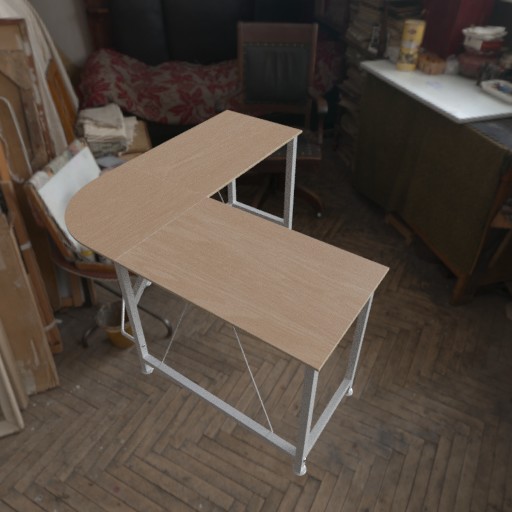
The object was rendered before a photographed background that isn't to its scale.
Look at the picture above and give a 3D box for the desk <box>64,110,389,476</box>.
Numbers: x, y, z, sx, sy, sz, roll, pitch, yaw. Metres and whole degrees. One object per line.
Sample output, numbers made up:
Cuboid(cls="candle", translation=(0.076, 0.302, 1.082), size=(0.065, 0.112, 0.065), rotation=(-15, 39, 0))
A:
Cuboid(cls="desk", translation=(0.000, 0.000, 2.267), size=(1.400, 0.762, 1.400), rotation=(24, 45, 26))
